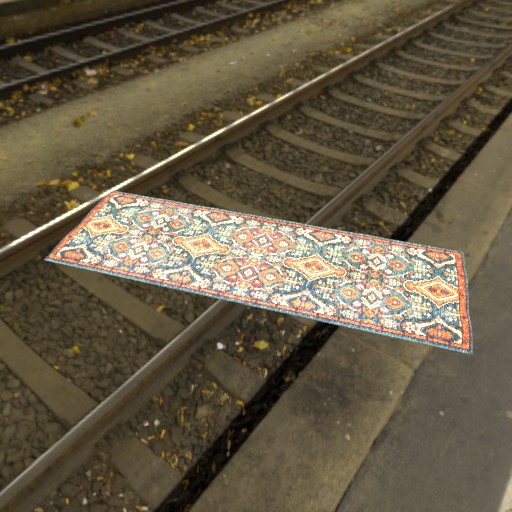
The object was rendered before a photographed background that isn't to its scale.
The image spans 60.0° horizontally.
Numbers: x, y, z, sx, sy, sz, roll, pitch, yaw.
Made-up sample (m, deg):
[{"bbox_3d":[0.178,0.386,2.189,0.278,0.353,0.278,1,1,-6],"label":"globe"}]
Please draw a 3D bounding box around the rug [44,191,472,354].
[{"bbox_3d":[0.000,0.000,2.716,2.459,0.010,0.801,11,43,12],"label":"rug"}]
